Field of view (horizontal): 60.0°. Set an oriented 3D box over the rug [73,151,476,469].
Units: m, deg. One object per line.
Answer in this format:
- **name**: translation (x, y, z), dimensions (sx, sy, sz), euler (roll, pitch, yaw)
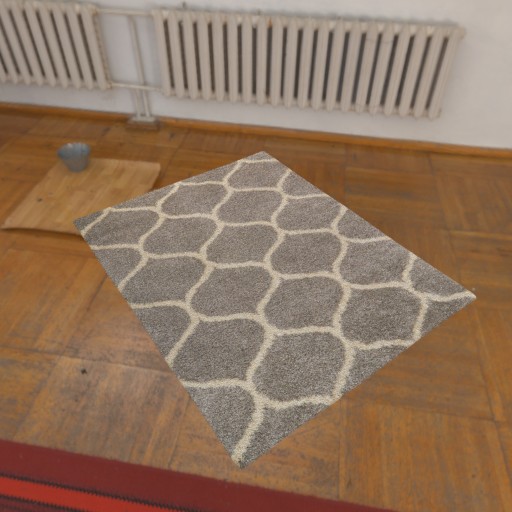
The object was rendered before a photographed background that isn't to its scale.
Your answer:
- **rug**: translation (0.000, 0.000, 4.075), dimensions (2.399, 0.026, 3.000), euler (-26, 49, -26)
